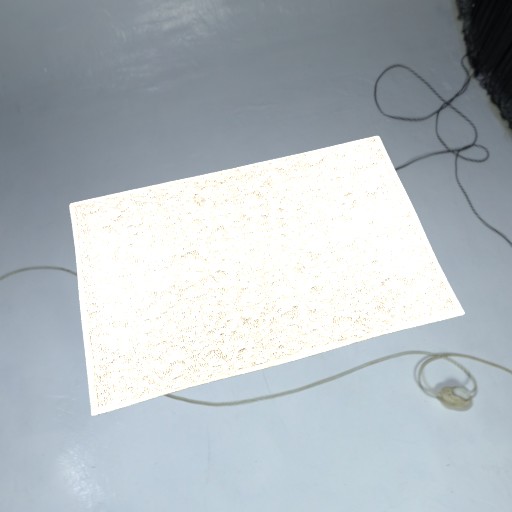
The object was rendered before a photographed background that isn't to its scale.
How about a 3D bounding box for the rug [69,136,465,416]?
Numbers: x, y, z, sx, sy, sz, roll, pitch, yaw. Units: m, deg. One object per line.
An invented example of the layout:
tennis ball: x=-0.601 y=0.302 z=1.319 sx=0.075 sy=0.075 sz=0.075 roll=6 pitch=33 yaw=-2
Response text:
rug: x=0.000 y=0.000 z=3.079 sx=2.435 sy=0.012 sz=1.529 roll=-14 pitch=66 yaw=-6
